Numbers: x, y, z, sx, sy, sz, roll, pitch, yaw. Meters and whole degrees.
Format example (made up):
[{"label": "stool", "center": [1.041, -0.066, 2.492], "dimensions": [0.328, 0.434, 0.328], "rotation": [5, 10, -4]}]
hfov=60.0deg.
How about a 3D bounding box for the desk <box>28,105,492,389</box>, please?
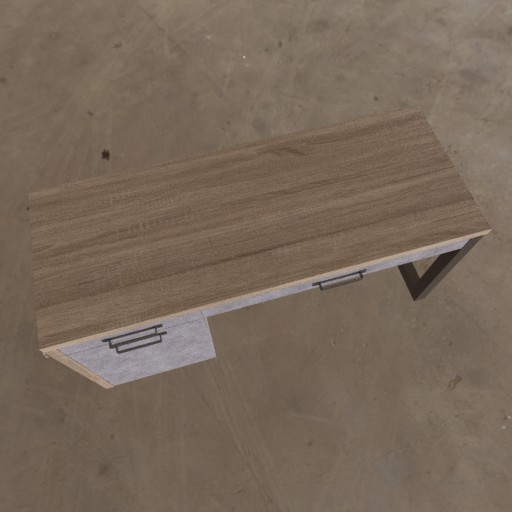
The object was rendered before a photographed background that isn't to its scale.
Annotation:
[{"label": "desk", "center": [0.000, 0.000, 2.069], "dimensions": [1.700, 0.760, 0.690], "rotation": [-14, 65, -7]}]
